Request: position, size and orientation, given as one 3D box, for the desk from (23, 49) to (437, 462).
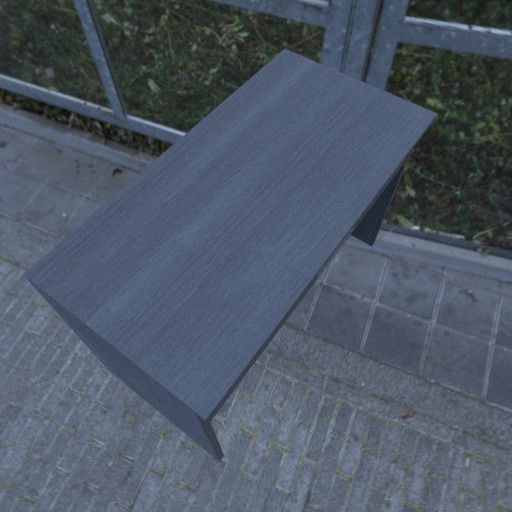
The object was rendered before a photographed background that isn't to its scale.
[{"bbox_3d":[0.000,0.000,1.500,0.557,0.729,1.099,32,63,18],"label":"desk"}]
